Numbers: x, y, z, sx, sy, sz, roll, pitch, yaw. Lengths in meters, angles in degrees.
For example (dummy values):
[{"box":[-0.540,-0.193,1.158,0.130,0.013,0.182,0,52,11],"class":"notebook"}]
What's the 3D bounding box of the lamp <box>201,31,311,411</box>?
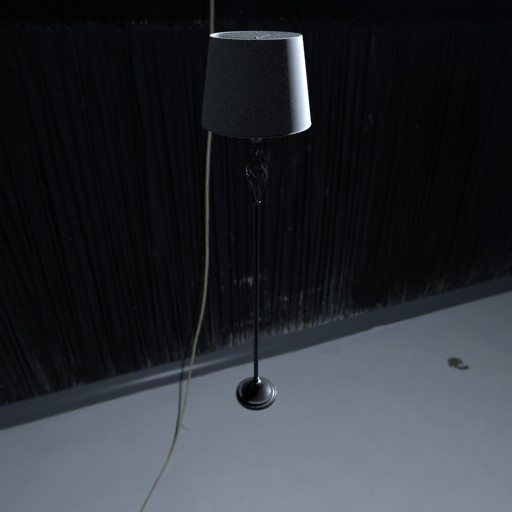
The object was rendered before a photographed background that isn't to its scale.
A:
[{"box":[0.000,0.000,1.814,0.379,1.623,0.379,0,31,0],"class":"lamp"}]
